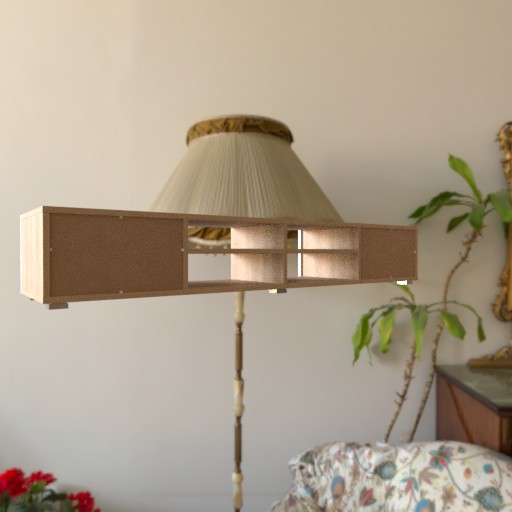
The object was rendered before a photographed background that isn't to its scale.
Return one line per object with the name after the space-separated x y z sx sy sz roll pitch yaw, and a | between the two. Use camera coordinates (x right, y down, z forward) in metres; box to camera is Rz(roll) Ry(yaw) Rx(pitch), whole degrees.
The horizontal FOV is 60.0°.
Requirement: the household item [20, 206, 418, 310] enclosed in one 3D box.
0.000 0.000 2.015 1.850 0.310 0.420 0 1 -36 | household item
